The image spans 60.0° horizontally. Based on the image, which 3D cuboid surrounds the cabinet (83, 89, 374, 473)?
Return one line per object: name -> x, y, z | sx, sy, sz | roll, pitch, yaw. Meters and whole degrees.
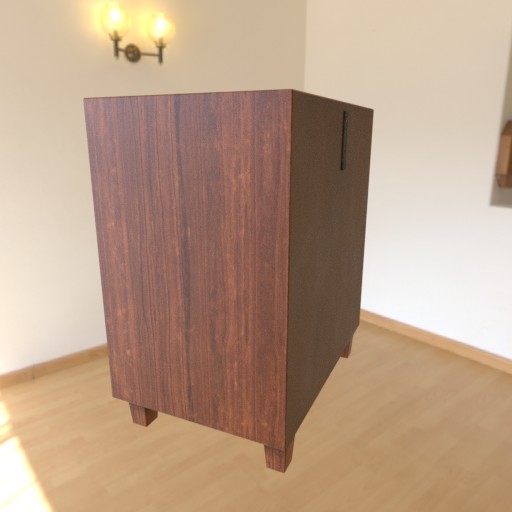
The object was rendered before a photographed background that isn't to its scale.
cabinet -> 0.000, 0.000, 1.072 | 0.410, 0.695, 0.607 | 7, 17, 24
